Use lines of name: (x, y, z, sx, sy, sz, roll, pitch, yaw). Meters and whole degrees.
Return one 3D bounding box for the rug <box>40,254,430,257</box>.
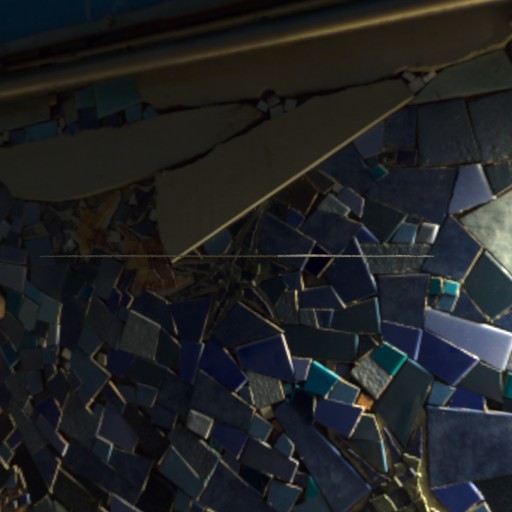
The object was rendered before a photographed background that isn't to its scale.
rug: (0.000, 0.000, 4.009, 2.371, 0.012, 3.000, 0, 0, 37)
